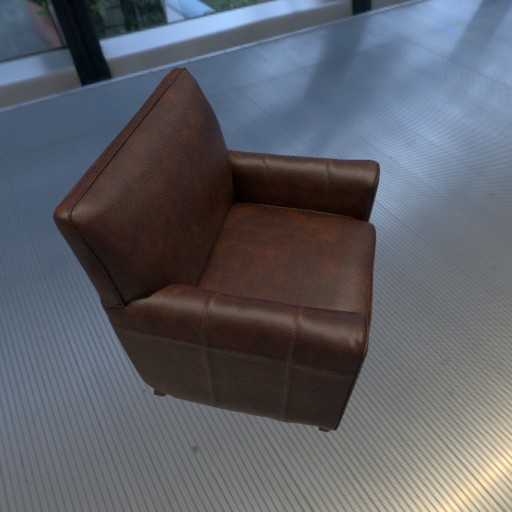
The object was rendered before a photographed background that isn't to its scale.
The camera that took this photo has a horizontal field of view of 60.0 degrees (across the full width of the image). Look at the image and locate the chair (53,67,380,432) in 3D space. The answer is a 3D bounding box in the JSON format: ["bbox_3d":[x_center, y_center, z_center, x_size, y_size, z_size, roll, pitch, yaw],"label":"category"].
[{"bbox_3d":[0.000,0.000,1.567,0.823,0.943,0.870,10,47,9],"label":"chair"}]
